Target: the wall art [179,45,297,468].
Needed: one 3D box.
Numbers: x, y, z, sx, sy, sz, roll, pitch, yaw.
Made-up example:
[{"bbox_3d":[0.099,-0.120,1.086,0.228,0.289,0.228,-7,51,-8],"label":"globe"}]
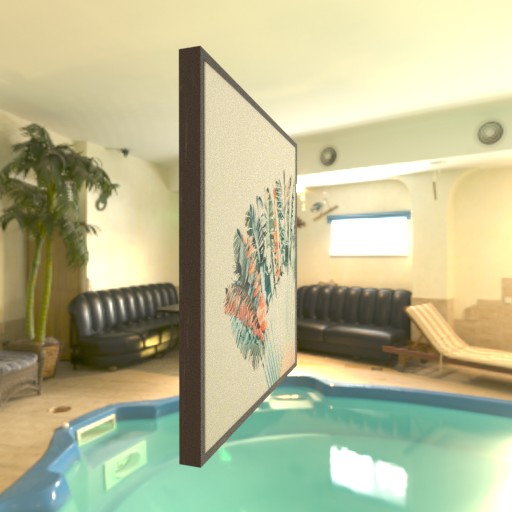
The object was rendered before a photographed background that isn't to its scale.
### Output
[{"bbox_3d":[0.000,0.000,1.165,0.043,0.758,0.762,0,0,18],"label":"wall art"}]
